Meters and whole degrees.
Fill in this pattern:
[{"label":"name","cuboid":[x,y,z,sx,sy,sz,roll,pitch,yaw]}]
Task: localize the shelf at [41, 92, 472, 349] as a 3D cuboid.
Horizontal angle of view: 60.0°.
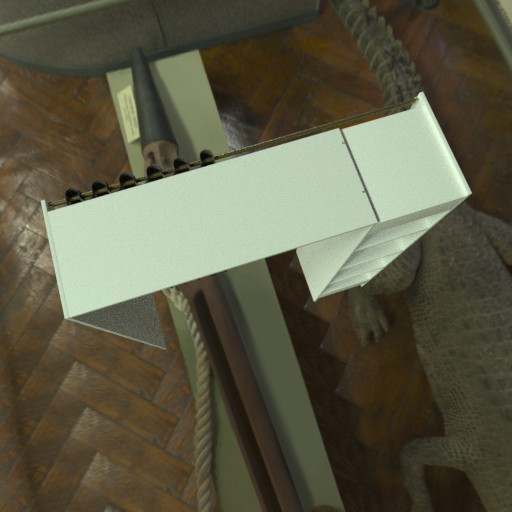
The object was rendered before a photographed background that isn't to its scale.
[{"label":"shelf","cuboid":[0.000,0.000,2.587,1.600,1.810,0.500,-17,75,-5]}]
